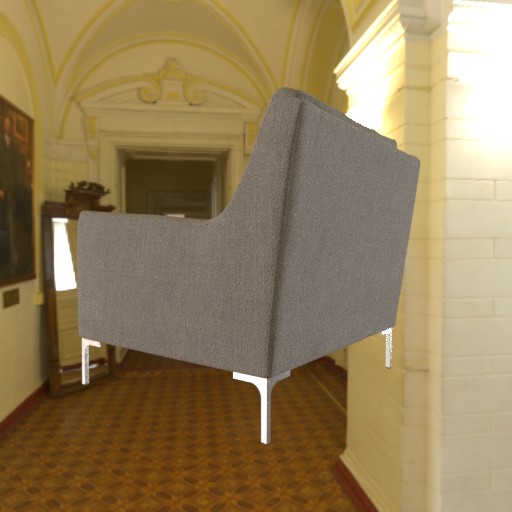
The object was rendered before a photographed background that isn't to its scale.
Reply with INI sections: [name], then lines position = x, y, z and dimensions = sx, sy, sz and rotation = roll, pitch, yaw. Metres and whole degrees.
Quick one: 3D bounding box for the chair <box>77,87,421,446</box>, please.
[chair]
position = 0.000, 0.000, 1.496
dimensions = 0.849, 0.828, 0.847
rotation = 1, 2, 37
